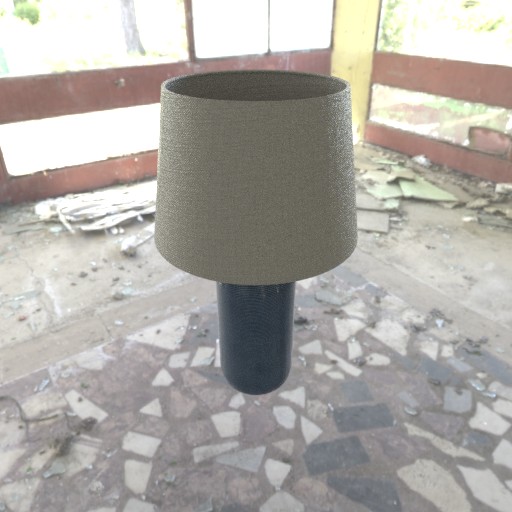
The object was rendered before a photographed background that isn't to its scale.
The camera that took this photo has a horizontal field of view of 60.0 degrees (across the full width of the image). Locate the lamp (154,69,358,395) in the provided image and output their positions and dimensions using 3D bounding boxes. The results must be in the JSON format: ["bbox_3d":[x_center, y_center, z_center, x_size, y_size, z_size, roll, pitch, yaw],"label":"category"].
[{"bbox_3d":[0.000,0.000,0.581,0.253,0.428,0.253,0,30,0],"label":"lamp"}]
